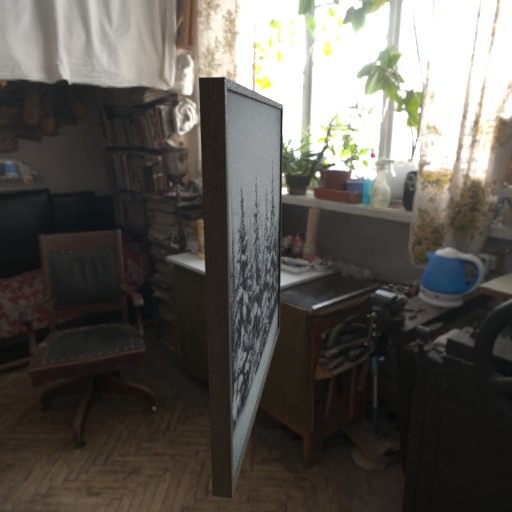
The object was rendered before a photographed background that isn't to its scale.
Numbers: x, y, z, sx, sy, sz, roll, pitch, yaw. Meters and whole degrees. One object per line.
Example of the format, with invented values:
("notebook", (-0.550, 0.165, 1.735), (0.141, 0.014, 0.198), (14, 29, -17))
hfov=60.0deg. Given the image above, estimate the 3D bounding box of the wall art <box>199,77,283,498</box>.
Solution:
("wall art", (0.000, 0.000, 1.113), (0.039, 0.758, 0.758), (3, 16, 10))
